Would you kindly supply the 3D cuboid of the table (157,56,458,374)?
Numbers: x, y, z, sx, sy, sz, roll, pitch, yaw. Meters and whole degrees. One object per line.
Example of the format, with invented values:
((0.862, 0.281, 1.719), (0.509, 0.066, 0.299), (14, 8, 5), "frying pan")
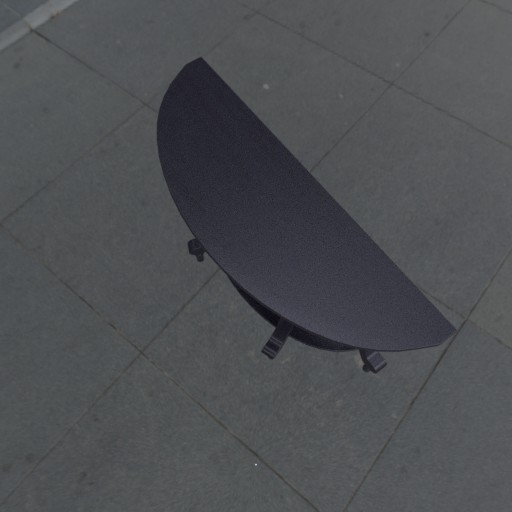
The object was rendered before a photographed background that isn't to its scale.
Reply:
((0.000, 0.000, 1.589), (0.394, 0.692, 1.198), (-33, 69, -14), "table")
